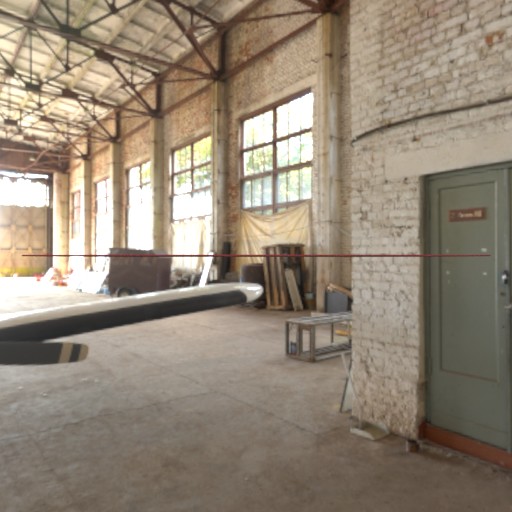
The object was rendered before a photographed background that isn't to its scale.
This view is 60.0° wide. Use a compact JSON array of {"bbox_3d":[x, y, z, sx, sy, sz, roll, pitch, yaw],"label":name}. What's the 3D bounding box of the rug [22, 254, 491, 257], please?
[{"bbox_3d":[0.000,0.000,2.316,1.814,0.008,1.209,0,0,0],"label":"rug"}]
